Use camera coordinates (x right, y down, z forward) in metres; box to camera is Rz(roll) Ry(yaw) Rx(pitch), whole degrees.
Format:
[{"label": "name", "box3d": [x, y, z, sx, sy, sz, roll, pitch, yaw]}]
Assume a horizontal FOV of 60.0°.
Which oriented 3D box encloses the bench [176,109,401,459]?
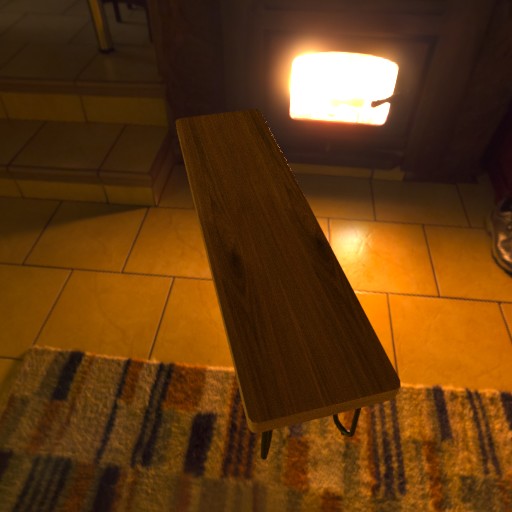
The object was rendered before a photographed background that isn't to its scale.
[{"label": "bench", "box3d": [0.000, 0.000, 1.839, 0.425, 0.462, 1.570, -10, 47, -10]}]
